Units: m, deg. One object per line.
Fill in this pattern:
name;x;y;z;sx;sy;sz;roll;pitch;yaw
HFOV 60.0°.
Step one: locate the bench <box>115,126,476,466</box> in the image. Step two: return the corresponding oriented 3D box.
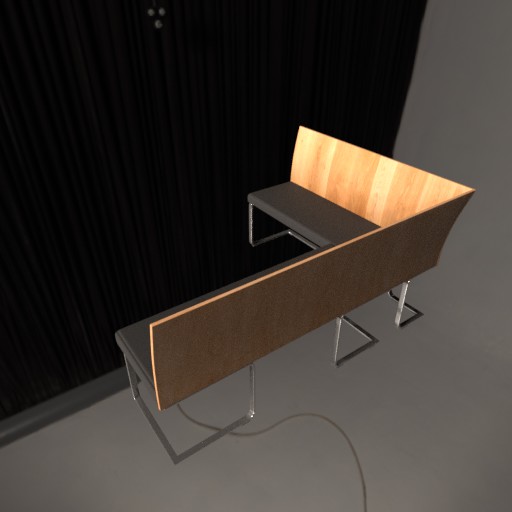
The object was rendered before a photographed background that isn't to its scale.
bench;0.000;0.000;2.750;1.945;0.930;1.495;-21;38;-29
